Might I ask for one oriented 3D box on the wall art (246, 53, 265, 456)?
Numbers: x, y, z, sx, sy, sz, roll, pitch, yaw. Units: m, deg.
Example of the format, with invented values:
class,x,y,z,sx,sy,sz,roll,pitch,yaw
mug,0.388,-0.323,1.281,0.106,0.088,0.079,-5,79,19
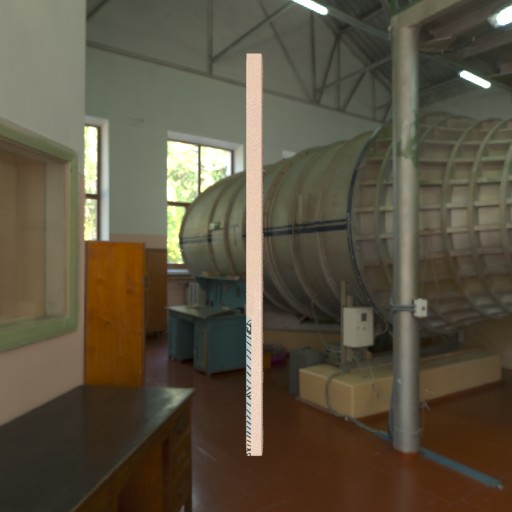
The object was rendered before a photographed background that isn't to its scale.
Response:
class,x,y,z,sx,sy,sz,roll,pitch,yaw
wall art,0.000,0.000,1.613,0.042,0.912,1.219,0,0,0
